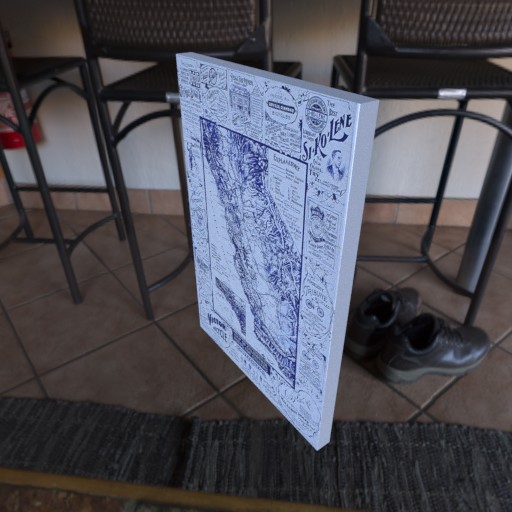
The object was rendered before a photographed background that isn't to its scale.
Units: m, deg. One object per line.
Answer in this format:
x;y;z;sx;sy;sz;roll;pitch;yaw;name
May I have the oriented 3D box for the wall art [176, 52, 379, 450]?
0.000;0.000;0.965;0.039;0.753;0.511;-22;39;-30;wall art
